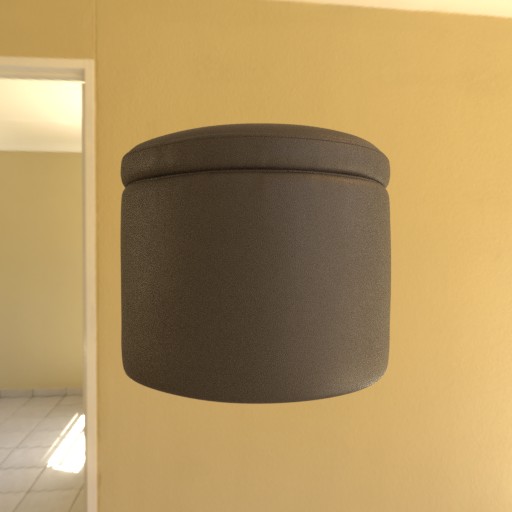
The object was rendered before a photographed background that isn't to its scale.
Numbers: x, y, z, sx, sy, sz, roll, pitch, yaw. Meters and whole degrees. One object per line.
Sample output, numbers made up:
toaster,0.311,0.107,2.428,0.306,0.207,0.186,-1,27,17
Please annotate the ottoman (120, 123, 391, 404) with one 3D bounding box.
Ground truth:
ottoman,0.000,0.000,0.855,0.500,0.409,0.500,0,0,0
